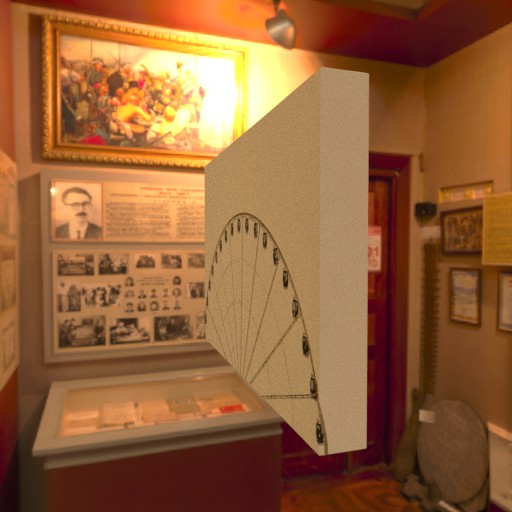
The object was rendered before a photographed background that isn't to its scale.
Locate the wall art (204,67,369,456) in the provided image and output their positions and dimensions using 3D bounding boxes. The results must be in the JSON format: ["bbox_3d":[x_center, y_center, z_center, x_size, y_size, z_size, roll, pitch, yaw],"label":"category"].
[{"bbox_3d":[0.000,0.000,0.477,0.039,0.254,0.384,0,2,-17],"label":"wall art"}]
